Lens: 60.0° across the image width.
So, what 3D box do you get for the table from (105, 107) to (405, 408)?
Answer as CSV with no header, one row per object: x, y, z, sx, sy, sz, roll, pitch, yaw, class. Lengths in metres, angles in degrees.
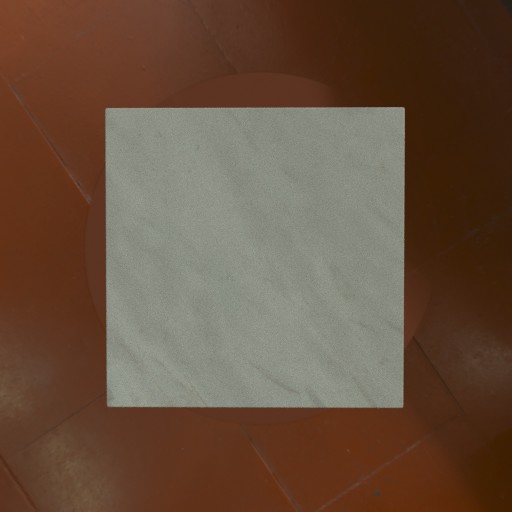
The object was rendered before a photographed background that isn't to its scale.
0.000,0.000,0.817,0.455,0.431,0.455,0,91,1,table
